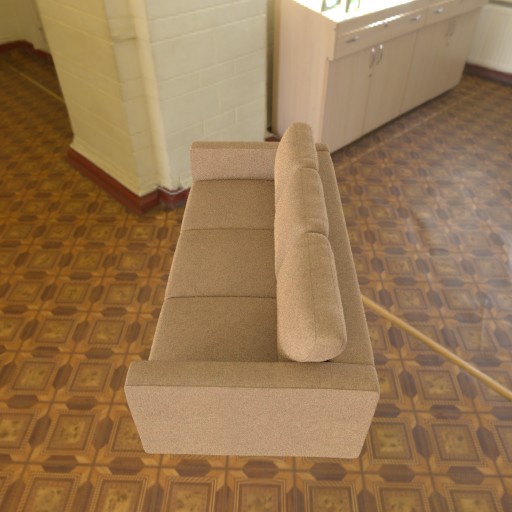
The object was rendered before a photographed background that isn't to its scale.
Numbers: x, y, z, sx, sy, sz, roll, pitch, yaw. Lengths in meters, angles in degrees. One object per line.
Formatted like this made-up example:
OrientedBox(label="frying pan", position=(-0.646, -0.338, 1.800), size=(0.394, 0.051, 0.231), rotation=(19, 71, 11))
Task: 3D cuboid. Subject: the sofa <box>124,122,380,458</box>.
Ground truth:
OrientedBox(label="sofa", position=(0.000, 0.000, 2.371), size=(0.930, 0.800, 1.855), rotation=(1, 41, 1))
